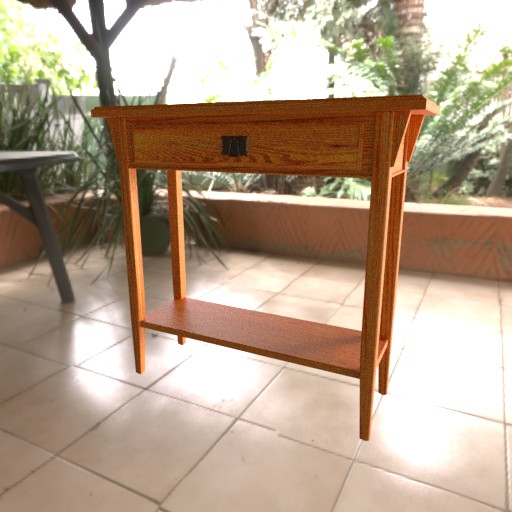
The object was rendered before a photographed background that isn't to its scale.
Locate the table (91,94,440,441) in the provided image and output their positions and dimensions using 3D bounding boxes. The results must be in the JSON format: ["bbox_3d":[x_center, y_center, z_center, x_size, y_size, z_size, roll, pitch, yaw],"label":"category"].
[{"bbox_3d":[0.000,0.000,1.102,0.762,0.711,0.254,7,17,26],"label":"table"}]
